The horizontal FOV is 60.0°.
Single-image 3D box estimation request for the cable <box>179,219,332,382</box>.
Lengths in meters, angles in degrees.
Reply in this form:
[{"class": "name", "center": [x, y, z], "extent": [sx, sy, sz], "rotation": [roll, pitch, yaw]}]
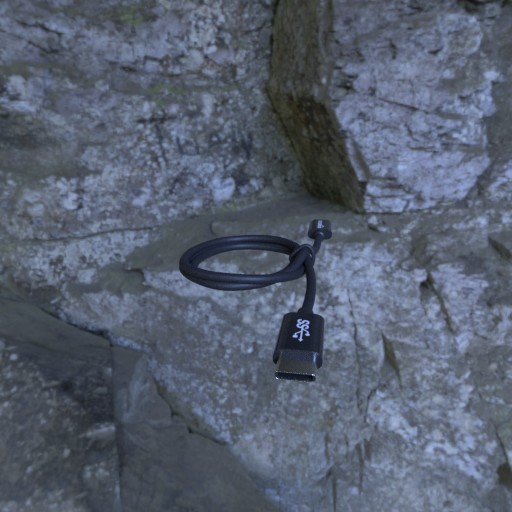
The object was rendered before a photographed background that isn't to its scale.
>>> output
[{"class": "cable", "center": [0.000, 0.000, 0.209], "extent": [0.070, 0.014, 0.186], "rotation": [3, 18, 9]}]
